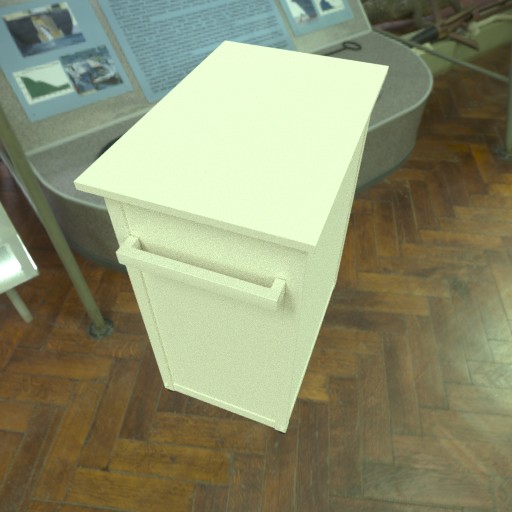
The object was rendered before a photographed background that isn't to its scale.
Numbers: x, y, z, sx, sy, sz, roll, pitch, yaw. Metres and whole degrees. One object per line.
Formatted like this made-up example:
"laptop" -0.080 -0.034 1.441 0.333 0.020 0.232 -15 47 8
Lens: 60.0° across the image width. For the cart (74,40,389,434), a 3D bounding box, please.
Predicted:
"cart" 0.000 0.000 1.249 0.442 0.864 0.683 16 49 14
